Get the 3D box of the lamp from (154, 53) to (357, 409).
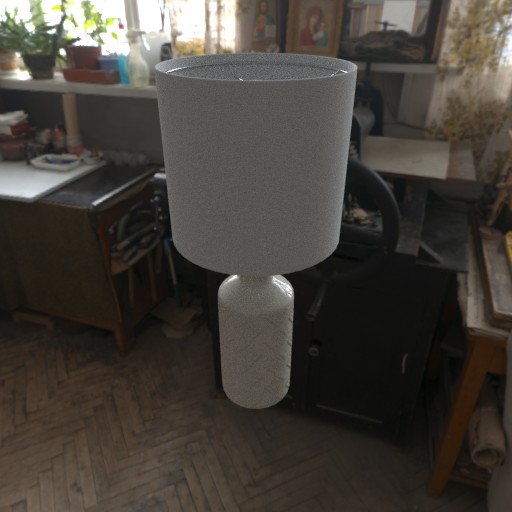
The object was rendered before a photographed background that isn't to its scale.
[{"bbox_3d":[0.000,0.000,0.576,0.207,0.461,0.207,-10,32,-17],"label":"lamp"}]
